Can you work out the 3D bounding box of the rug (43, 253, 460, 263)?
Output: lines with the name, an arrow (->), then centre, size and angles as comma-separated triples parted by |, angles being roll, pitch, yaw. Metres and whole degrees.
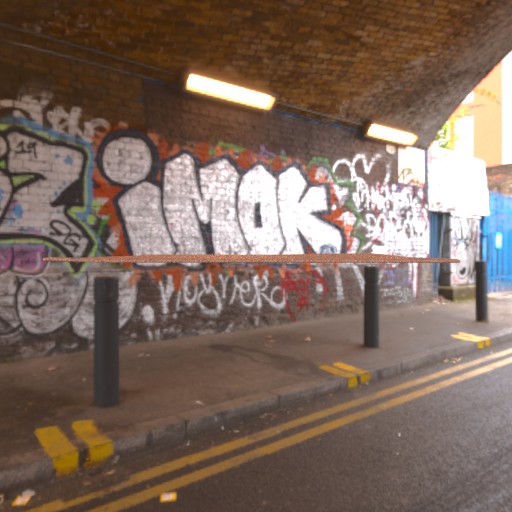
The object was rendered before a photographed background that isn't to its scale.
rug -> 0.000, 0.000, 4.094 | 2.453, 0.043, 3.052 | 0, 1, 1
